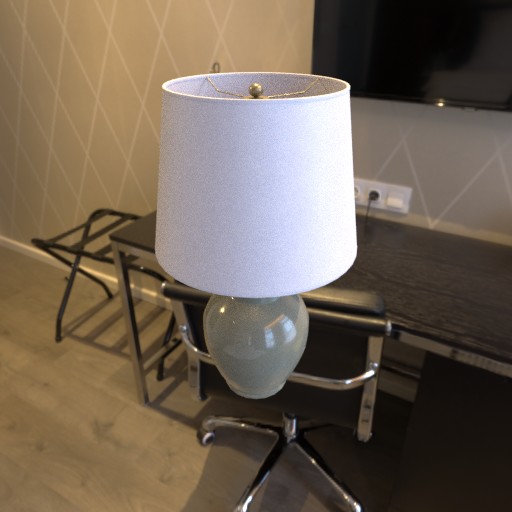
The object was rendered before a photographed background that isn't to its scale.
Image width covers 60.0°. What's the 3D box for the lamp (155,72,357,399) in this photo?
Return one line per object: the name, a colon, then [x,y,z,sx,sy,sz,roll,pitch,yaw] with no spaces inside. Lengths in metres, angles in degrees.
lamp: [0.000,0.000,0.546,0.239,0.399,0.239,0,29,0]
